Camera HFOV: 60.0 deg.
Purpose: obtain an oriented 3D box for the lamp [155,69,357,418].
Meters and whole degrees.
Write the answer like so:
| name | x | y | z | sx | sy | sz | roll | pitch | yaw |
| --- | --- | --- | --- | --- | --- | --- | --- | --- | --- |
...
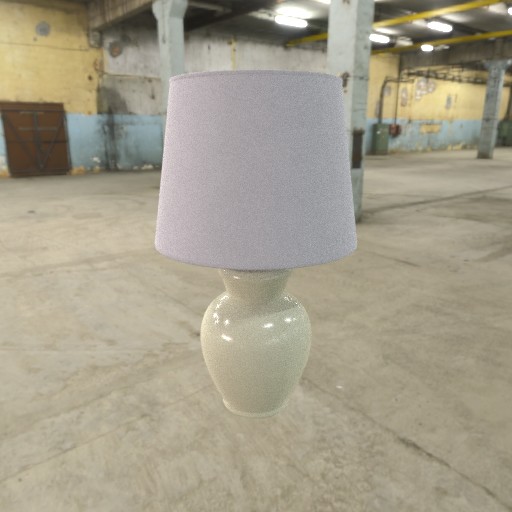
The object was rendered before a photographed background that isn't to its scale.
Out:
| name | x | y | z | sx | sy | sz | roll | pitch | yaw |
| --- | --- | --- | --- | --- | --- | --- | --- | --- | --- |
| lamp | 0.000 | 0.000 | 0.542 | 0.239 | 0.399 | 0.239 | 0 | 15 | 0 |
